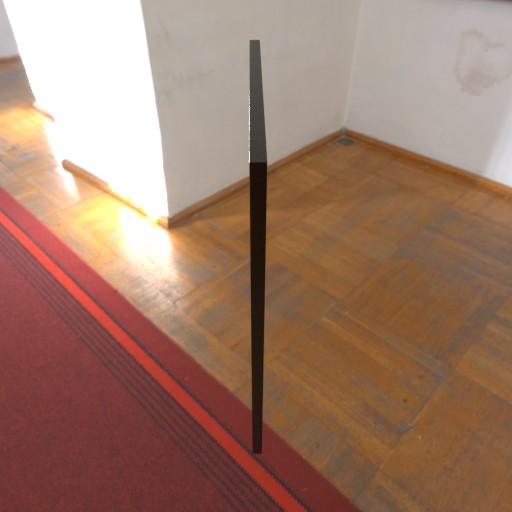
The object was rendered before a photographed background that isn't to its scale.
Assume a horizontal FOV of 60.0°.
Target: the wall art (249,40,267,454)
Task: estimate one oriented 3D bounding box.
[{"bbox_3d":[0.000,0.000,0.564,0.013,0.432,0.304,0,41,0],"label":"wall art"}]
